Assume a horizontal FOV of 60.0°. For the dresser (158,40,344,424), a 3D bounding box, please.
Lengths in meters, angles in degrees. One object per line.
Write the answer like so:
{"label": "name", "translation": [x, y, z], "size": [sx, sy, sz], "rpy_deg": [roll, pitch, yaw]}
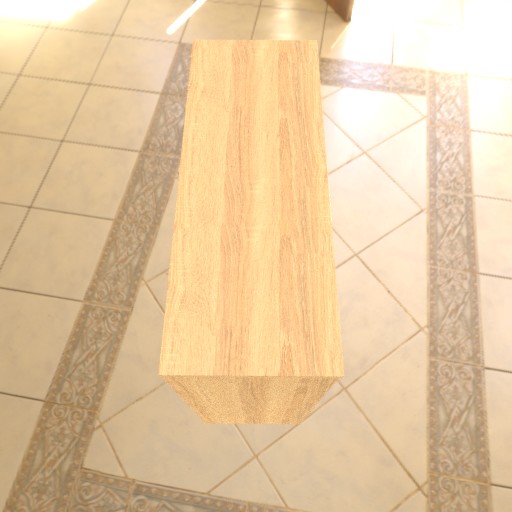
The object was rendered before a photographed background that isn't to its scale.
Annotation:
{"label": "dresser", "translation": [0.000, 0.000, 1.495], "size": [0.380, 0.900, 0.980], "rpy_deg": [0, 63, 0]}
